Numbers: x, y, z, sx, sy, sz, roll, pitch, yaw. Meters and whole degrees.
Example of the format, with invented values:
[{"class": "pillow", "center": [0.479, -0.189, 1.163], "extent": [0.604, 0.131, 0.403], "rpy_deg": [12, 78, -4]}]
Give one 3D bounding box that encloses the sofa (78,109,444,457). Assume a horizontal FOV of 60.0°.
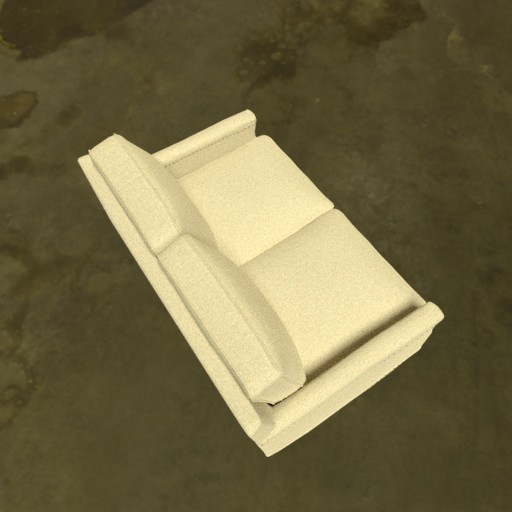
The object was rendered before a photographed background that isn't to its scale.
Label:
[{"class": "sofa", "center": [0.000, 0.000, 2.248], "extent": [1.084, 1.003, 1.597], "rpy_deg": [-30, 64, -17]}]
